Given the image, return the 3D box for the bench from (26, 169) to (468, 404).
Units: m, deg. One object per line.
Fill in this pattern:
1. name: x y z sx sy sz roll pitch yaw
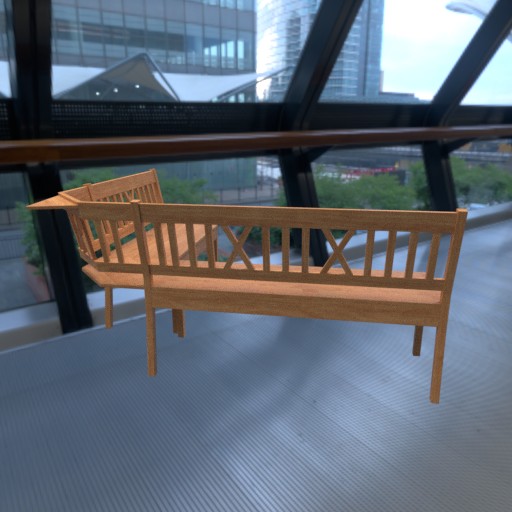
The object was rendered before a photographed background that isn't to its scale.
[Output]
1. bench: 0.000 0.000 2.735 1.937 0.902 1.537 3 16 9
